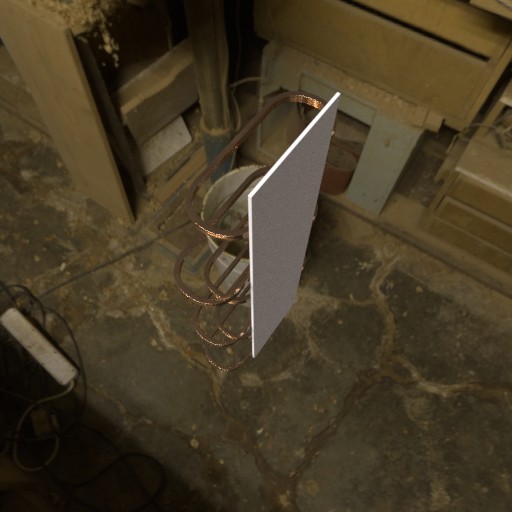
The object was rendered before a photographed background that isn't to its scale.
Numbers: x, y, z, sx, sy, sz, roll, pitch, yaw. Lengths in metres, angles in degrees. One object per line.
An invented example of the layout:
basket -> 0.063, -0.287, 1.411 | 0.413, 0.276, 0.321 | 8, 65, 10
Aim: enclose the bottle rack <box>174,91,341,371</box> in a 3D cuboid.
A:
bottle rack -> 0.000, 0.000, 0.827 | 0.118, 0.709, 0.332 | 33, 68, 15
